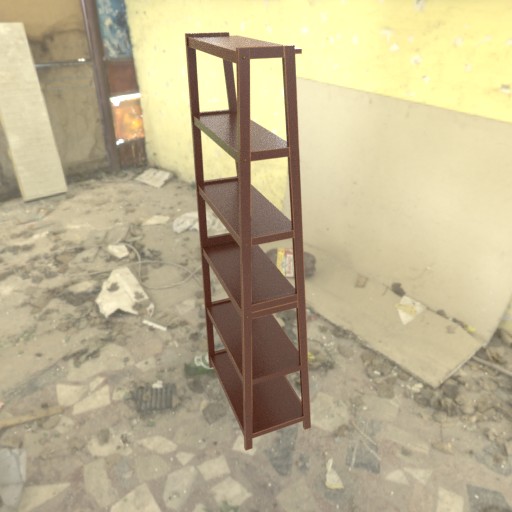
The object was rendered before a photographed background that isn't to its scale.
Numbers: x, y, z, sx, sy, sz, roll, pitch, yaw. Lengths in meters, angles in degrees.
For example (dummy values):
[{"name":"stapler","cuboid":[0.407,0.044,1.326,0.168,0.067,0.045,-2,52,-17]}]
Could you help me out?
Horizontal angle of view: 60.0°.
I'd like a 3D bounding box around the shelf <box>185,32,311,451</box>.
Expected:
[{"name":"shelf","cuboid":[0.000,0.000,2.136,0.381,1.892,0.660,-11,32,-19]}]
